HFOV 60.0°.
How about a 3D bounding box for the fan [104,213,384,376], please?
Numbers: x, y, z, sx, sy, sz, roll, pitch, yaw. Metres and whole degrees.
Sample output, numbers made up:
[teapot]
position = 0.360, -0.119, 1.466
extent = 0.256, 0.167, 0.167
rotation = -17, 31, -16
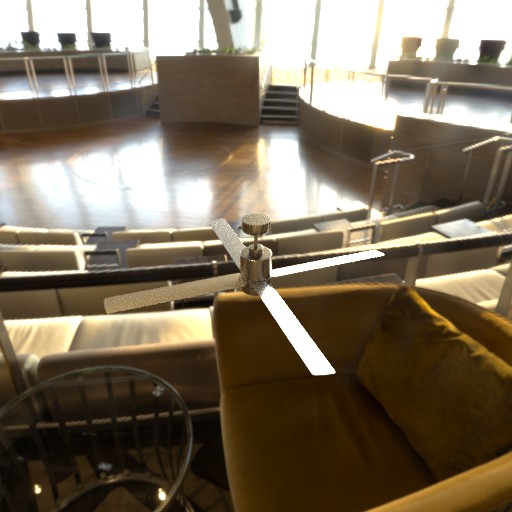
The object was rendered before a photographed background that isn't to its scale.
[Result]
[fan]
position = 0.000, 0.000, 1.961
extent = 1.322, 0.355, 1.322
rotation = -10, 31, -18
